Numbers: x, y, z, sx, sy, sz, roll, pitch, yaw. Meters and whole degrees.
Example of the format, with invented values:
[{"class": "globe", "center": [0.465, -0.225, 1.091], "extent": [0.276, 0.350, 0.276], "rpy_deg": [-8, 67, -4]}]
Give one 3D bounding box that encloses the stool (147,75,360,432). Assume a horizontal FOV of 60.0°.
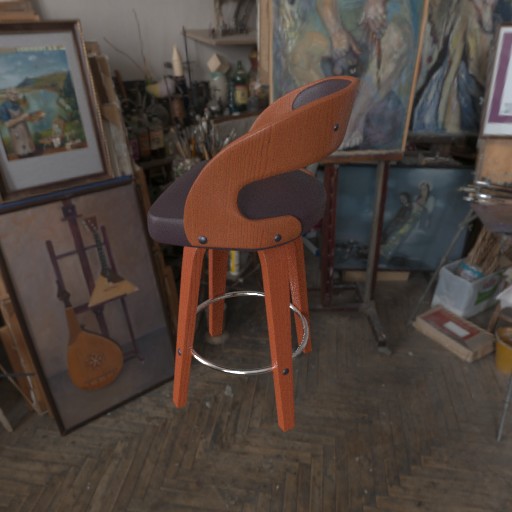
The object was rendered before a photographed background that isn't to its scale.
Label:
[{"class": "stool", "center": [0.000, 0.000, 1.236], "extent": [0.457, 0.940, 0.457], "rpy_deg": [8, 32, 13]}]
